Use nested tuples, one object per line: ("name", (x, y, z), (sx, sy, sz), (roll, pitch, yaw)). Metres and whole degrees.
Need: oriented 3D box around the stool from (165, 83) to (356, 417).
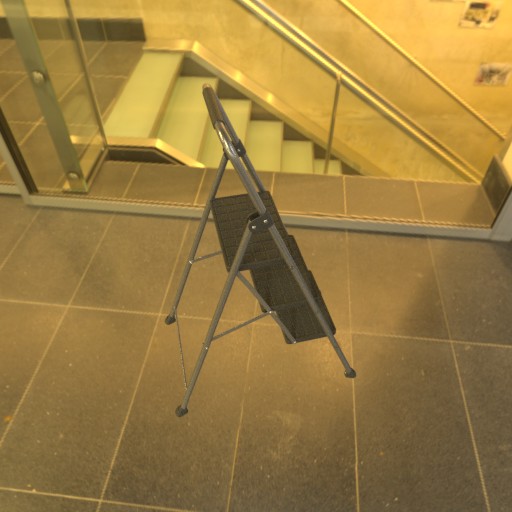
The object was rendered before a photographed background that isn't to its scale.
("stool", (0.000, 0.000, 1.484), (0.733, 1.121, 0.473), (-10, 47, -9))
